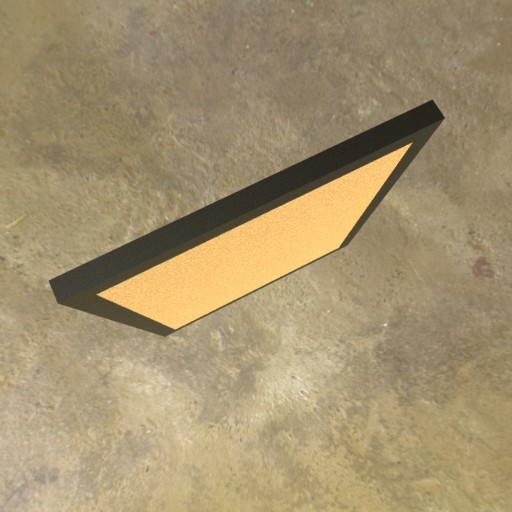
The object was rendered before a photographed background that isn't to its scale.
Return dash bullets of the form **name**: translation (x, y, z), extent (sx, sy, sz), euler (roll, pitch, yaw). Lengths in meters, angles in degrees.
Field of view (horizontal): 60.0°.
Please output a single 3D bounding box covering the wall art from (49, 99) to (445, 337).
- **wall art**: translation (0.000, 0.000, 0.690), extent (0.432, 0.508, 0.025), euler (-26, 78, -6)
